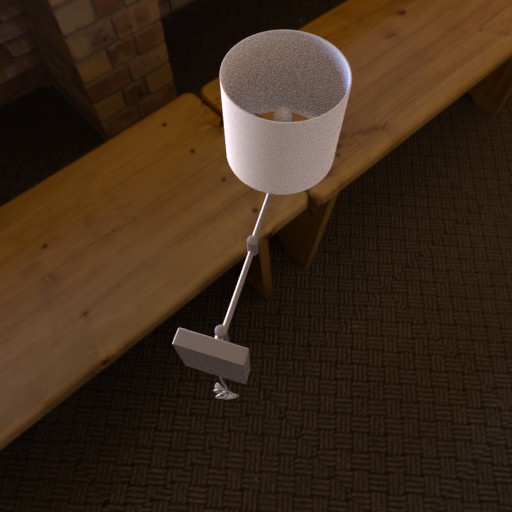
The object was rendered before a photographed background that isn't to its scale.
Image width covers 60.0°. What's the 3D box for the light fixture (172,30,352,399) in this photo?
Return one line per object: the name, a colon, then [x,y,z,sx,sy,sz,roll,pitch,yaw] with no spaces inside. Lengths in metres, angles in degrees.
light fixture: [0.000,0.000,0.904,0.203,0.651,0.516,15,64,8]
